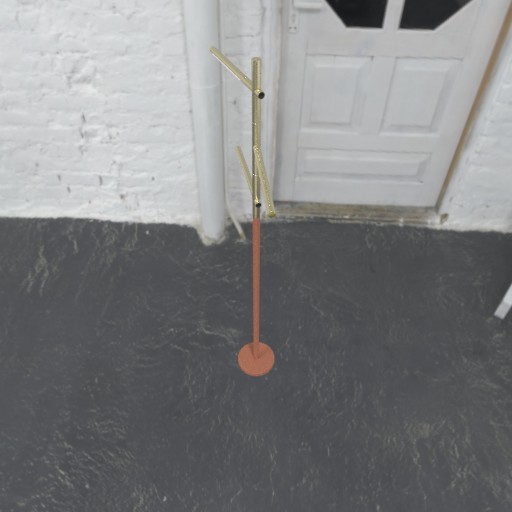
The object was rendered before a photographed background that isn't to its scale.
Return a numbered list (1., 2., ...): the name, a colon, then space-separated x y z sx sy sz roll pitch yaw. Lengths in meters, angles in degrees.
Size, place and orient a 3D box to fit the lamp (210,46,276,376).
1. lamp: 0.000 0.000 1.946 0.209 1.704 0.737 -15 48 -14
